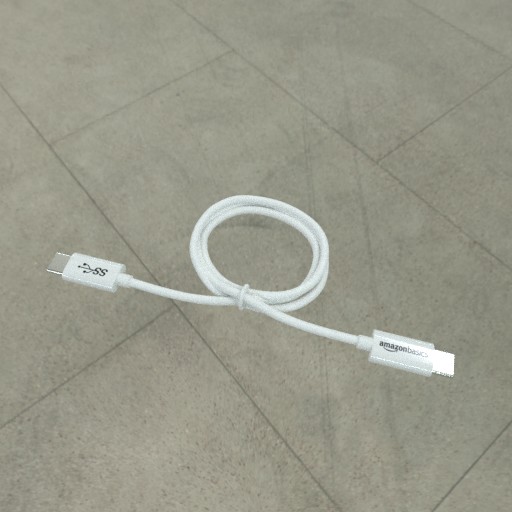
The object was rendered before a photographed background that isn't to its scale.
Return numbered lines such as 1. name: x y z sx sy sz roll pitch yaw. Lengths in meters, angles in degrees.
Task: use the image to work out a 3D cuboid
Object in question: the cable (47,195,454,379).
1. cable: 0.000 0.000 0.209 0.186 0.014 0.070 13 61 8
